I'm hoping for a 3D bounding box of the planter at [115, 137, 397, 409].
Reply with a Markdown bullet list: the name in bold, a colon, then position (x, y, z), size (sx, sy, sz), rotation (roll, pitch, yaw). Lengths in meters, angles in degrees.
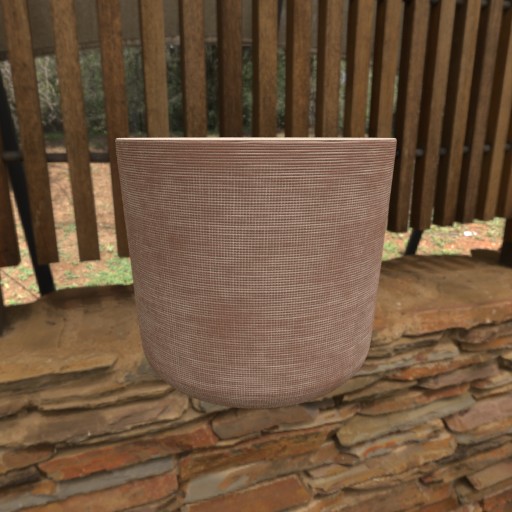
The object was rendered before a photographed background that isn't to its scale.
- **planter**: position (0.000, 0.000, 0.776), size (0.440, 0.398, 0.440), rotation (0, 15, 0)
